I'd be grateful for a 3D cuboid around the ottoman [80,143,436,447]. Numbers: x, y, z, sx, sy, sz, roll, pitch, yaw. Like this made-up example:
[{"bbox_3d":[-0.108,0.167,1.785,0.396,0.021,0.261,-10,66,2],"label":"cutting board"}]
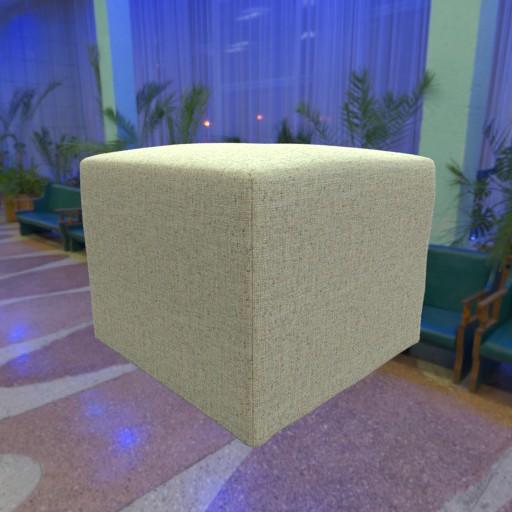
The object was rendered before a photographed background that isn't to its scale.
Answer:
[{"bbox_3d":[0.000,0.000,0.920,0.512,0.453,0.521,-14,20,-42],"label":"ottoman"}]
